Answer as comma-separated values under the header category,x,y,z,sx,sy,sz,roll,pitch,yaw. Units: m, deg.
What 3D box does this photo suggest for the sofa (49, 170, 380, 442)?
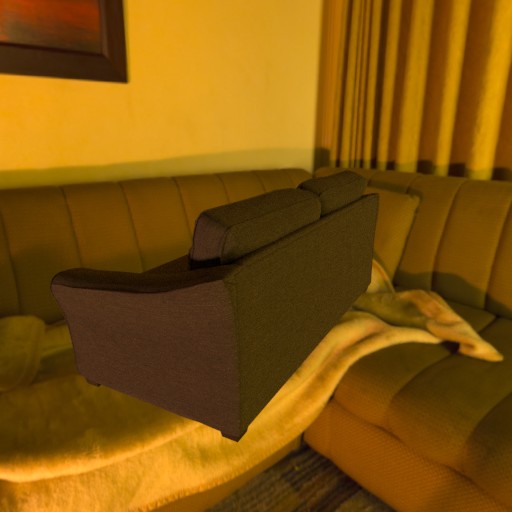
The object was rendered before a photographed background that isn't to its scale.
category,x,y,z,sx,sy,sz,roll,pitch,yaw
sofa,0.000,0.000,2.745,0.971,0.950,2.270,9,19,27
